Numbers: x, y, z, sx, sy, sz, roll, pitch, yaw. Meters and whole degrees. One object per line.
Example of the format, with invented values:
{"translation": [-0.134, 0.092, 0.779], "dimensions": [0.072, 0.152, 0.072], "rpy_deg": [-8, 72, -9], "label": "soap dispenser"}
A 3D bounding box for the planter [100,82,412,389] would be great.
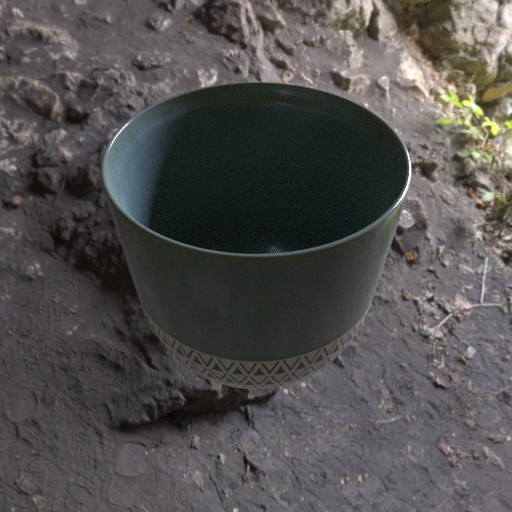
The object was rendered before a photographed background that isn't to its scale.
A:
{"translation": [0.000, 0.000, 0.484], "dimensions": [0.266, 0.270, 0.266], "rpy_deg": [0, 46, 0], "label": "planter"}
